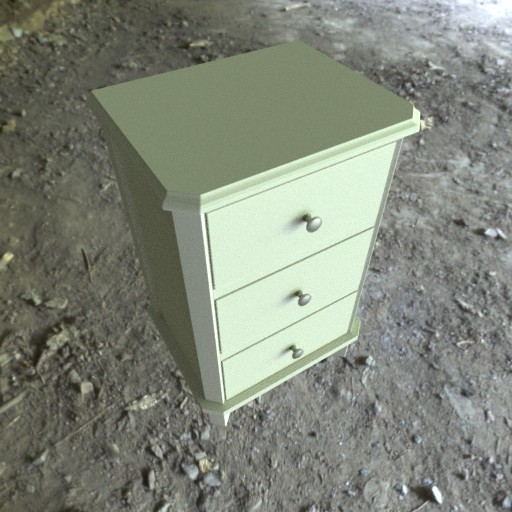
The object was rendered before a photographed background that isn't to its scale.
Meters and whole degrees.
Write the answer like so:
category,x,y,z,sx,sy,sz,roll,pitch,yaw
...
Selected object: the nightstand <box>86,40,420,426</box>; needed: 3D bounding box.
category,x,y,z,sx,sy,sz,roll,pitch,yaw
nightstand,0.000,0.000,0.931,0.435,0.681,0.351,-24,51,-21
